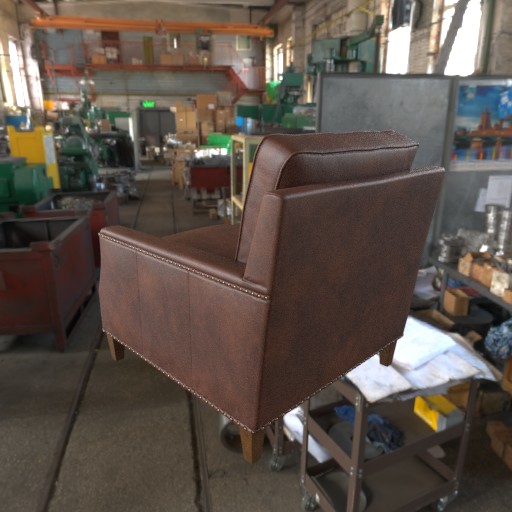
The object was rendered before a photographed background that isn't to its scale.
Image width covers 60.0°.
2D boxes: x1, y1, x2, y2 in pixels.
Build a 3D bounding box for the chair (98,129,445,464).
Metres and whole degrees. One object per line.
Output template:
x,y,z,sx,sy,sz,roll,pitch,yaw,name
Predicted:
0.000,0.000,1.687,0.853,0.929,1.014,-16,23,-42,chair
